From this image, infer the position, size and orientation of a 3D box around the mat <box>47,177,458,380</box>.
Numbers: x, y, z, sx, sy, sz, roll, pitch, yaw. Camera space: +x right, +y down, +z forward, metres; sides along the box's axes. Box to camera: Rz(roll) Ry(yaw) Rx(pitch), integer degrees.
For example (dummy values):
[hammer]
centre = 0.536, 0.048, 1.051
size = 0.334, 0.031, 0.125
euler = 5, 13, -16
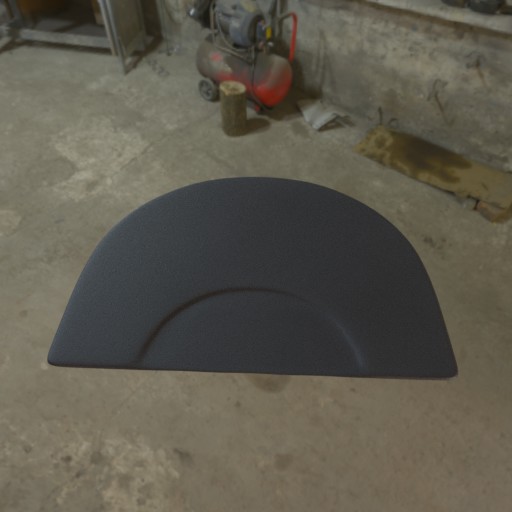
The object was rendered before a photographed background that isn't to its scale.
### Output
[mat]
centre = 0.000, 0.000, 1.593
size = 1.220, 0.016, 0.917
euler = 2, 48, 1
